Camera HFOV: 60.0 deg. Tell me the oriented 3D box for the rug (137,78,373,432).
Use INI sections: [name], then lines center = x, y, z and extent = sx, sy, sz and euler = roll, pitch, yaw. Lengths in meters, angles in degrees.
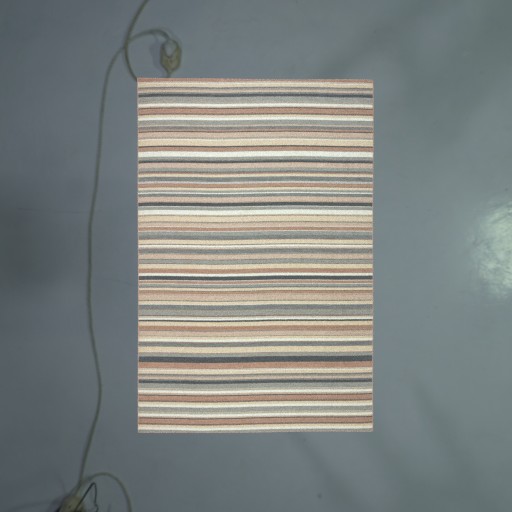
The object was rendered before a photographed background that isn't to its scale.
[rug]
center = 0.000, 0.000, 2.294
extent = 1.219, 0.008, 1.829
euler = 0, 90, -1
